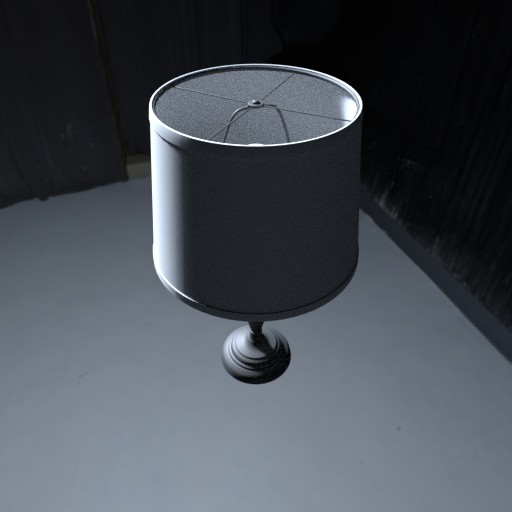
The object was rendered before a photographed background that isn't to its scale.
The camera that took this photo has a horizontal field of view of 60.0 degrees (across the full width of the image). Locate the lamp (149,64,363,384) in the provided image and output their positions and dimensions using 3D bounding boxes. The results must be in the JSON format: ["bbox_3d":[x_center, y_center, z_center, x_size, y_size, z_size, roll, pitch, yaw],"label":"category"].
[{"bbox_3d":[0.000,0.000,0.696,0.310,0.501,0.310,0,41,0],"label":"lamp"}]
